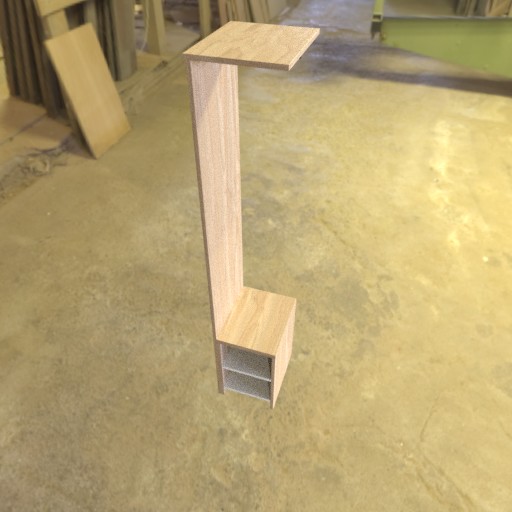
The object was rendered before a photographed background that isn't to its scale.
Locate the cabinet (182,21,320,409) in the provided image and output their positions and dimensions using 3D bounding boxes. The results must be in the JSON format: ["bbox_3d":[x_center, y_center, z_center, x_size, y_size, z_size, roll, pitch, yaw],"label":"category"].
[{"bbox_3d":[0.000,0.000,2.073,0.338,1.879,0.411,12,42,14],"label":"cabinet"}]
